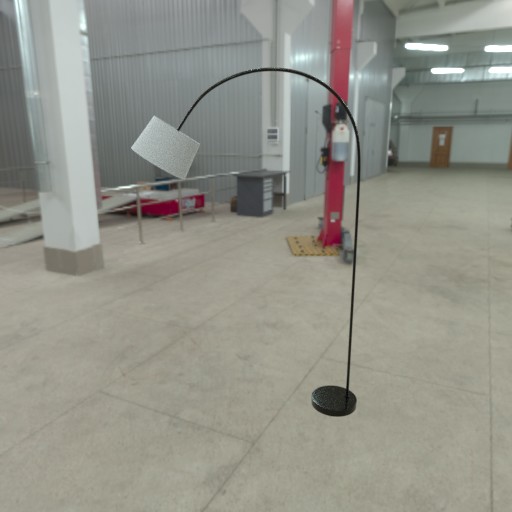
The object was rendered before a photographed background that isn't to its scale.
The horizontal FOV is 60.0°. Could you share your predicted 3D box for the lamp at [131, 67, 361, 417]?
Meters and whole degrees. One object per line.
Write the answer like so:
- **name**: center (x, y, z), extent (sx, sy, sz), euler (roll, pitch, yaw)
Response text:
- **lamp**: center (0.000, 0.000, 2.658), extent (1.363, 2.104, 0.331), euler (-2, 15, -8)
